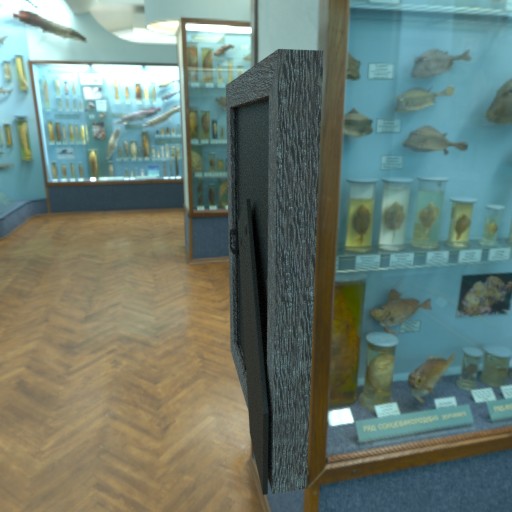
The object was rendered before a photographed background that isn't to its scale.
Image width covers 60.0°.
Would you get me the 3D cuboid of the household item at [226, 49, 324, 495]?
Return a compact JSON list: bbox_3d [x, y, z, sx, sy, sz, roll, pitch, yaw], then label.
[{"bbox_3d":[0.000,0.000,0.234,0.020,0.180,0.133,-3,16,-11],"label":"household item"}]
